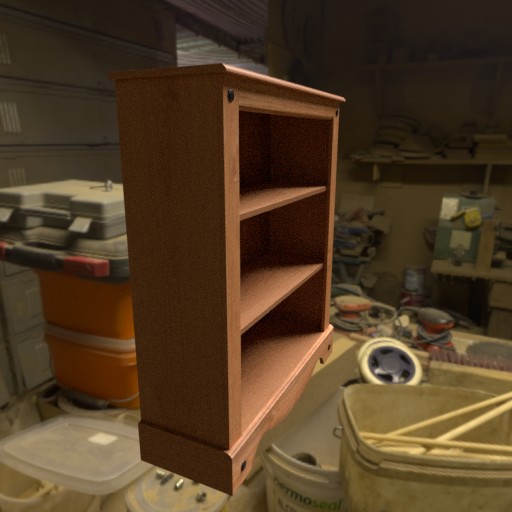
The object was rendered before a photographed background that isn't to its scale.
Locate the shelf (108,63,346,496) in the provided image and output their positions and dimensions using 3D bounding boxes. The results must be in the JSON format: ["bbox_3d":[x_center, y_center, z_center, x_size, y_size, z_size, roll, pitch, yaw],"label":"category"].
[{"bbox_3d":[0.000,0.000,1.375,0.291,0.980,0.840,7,17,25],"label":"shelf"}]
